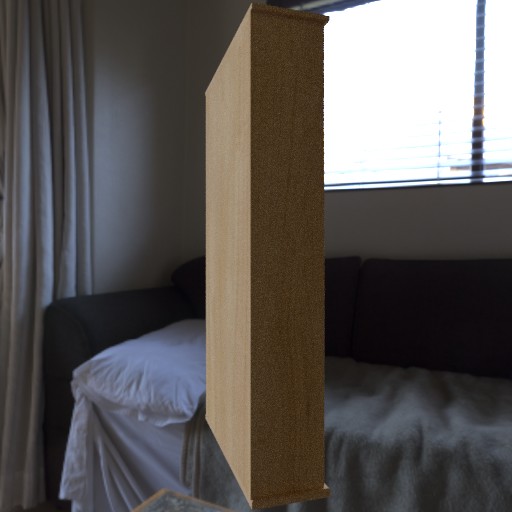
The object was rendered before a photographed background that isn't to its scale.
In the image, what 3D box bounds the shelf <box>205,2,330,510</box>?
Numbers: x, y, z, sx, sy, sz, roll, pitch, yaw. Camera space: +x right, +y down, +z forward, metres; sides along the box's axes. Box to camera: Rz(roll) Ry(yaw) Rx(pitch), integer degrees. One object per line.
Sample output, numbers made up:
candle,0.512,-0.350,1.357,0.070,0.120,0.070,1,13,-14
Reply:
shelf,0.000,0.000,1.168,0.175,1.030,0.520,0,0,-17
